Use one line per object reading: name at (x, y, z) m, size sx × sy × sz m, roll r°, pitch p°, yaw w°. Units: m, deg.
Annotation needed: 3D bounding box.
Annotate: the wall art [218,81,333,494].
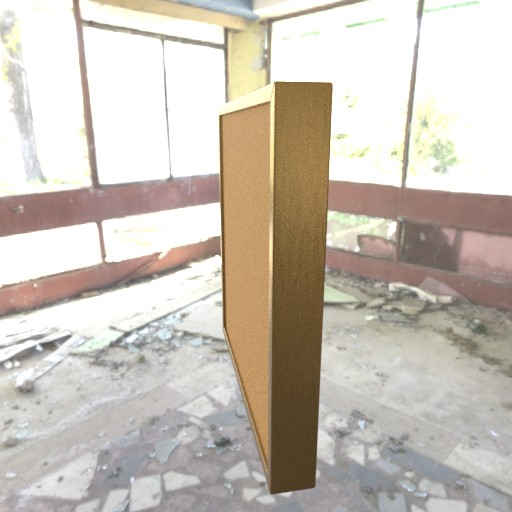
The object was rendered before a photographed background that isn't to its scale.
wall art at (0.000, 0.000, 0.454) m, size 0.037 × 0.305 × 0.305 m, roll -3°, pitch 16°, yaw -11°
